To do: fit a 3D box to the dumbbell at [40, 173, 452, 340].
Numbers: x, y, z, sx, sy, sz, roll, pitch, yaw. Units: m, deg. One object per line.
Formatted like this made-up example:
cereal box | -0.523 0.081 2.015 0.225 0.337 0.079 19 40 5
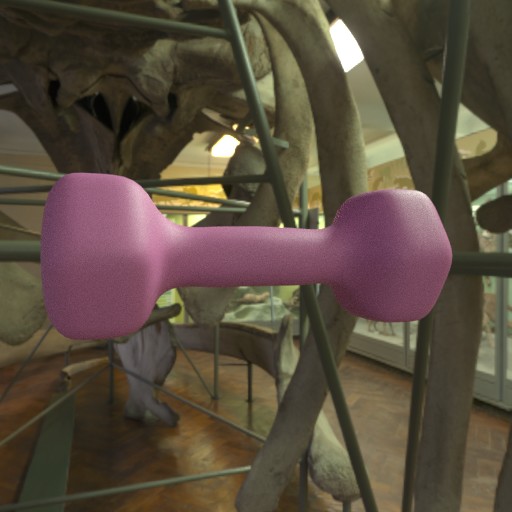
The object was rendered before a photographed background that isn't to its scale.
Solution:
dumbbell | 0.000 0.000 0.182 0.159 0.058 0.064 0 0 -17
